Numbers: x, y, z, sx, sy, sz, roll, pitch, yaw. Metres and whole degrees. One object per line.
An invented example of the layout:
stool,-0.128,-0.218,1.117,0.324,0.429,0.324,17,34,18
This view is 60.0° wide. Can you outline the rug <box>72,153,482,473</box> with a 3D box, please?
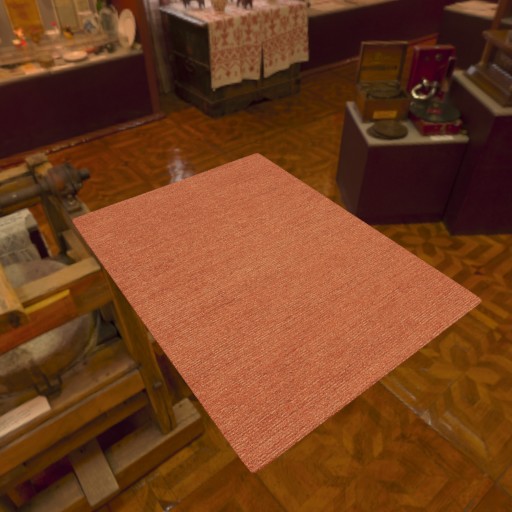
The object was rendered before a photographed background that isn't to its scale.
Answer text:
rug,0.000,0.000,2.750,1.594,0.009,2.112,-26,47,-27
